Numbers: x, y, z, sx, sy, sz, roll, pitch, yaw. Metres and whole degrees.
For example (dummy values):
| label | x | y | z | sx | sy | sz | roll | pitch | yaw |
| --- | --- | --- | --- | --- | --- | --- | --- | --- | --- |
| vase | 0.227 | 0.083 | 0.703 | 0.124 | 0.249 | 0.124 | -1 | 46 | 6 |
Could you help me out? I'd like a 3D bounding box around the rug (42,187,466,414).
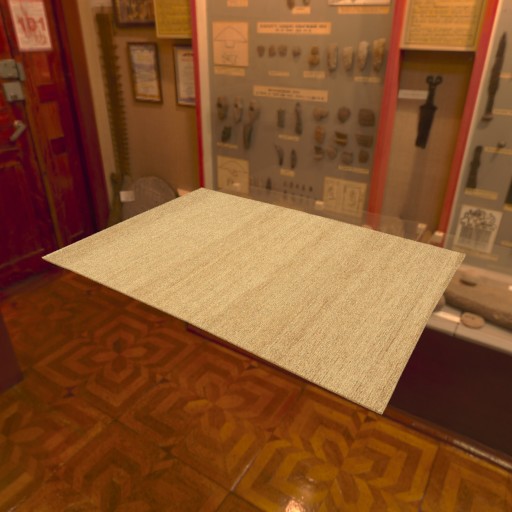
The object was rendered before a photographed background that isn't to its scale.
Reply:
| label | x | y | z | sx | sy | sz | roll | pitch | yaw |
| --- | --- | --- | --- | --- | --- | --- | --- | --- | --- |
| rug | 0.000 | 0.000 | 2.890 | 2.283 | 0.030 | 1.596 | 18 | 33 | 30 |
